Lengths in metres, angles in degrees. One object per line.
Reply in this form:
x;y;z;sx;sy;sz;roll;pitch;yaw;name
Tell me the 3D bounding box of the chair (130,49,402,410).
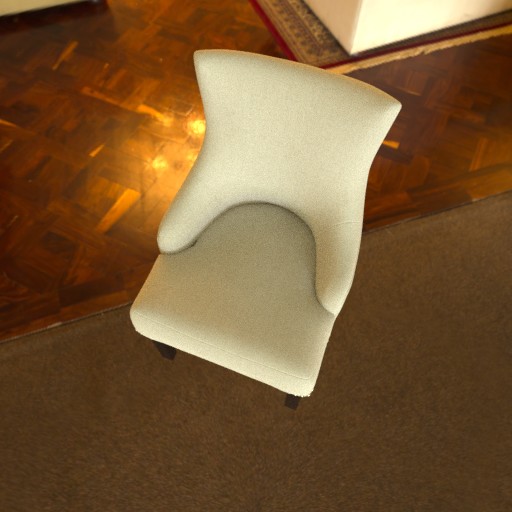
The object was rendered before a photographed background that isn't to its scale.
0.000;0.000;1.302;0.566;0.909;0.629;19;61;11;chair
